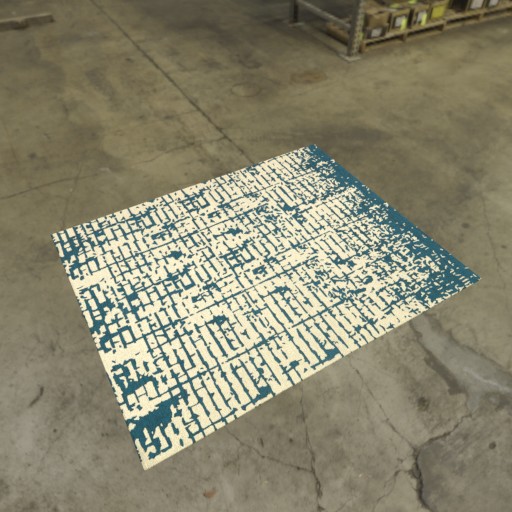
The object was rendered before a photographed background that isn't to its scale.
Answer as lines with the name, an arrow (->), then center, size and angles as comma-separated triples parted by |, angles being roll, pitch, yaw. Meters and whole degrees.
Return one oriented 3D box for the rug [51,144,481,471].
rug -> 0.000, 0.000, 3.944 | 3.017, 0.014, 2.416 | -23, 51, -21
